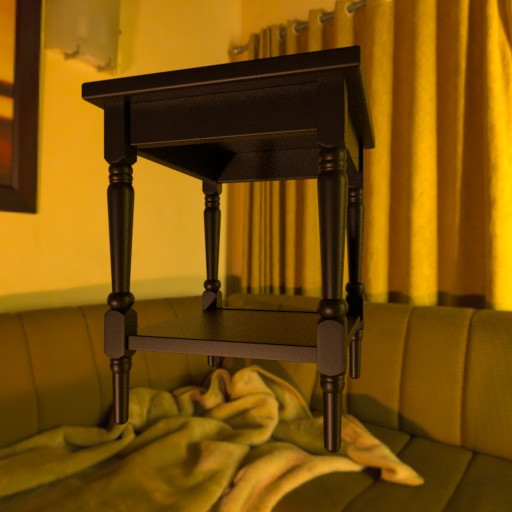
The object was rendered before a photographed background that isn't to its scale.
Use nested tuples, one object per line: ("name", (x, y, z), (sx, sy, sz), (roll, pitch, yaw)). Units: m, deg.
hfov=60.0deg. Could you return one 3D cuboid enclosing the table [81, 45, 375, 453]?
("table", (0.000, 0.000, 0.886), (0.442, 0.565, 0.488), (0, 0, 17))
